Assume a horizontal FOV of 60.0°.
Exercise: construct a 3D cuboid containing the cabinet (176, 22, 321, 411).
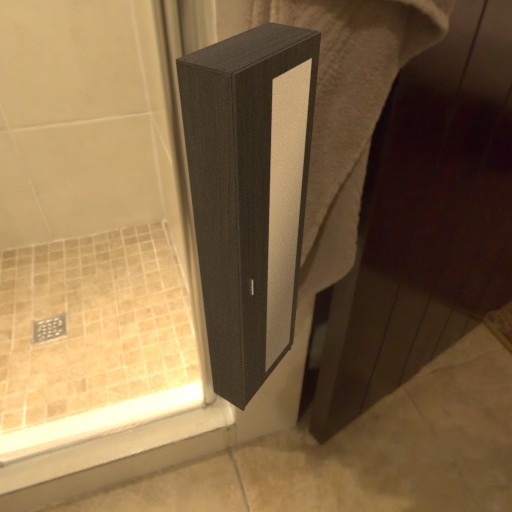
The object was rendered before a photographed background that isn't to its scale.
[{"bbox_3d":[0.000,0.000,2.000,0.230,1.790,0.500,24,47,25],"label":"cabinet"}]
